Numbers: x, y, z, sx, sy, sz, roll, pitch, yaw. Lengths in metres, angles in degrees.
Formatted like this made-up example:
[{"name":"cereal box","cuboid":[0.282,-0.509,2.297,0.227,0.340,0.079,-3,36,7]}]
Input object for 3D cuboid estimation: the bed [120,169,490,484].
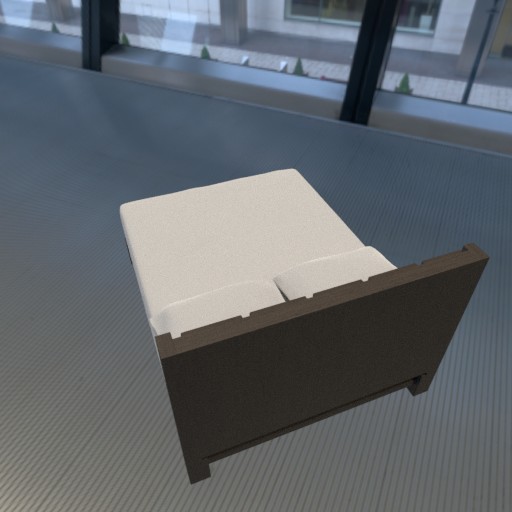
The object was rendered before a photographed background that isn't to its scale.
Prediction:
[{"name":"bed","cuboid":[0.000,0.000,3.262,1.727,1.270,2.242,-15,44,-16]}]
